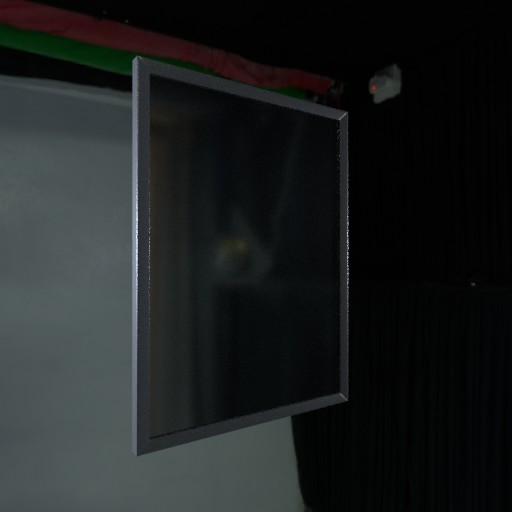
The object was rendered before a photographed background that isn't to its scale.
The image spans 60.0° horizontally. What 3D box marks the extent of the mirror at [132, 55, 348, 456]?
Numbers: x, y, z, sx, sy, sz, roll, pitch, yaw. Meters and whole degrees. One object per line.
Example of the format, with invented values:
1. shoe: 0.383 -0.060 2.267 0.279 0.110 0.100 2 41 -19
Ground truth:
1. mirror: 0.000 0.000 1.357 0.762 1.016 0.040 0 0 -35
